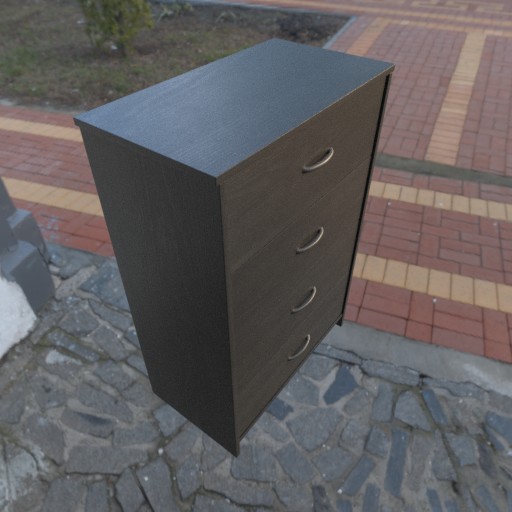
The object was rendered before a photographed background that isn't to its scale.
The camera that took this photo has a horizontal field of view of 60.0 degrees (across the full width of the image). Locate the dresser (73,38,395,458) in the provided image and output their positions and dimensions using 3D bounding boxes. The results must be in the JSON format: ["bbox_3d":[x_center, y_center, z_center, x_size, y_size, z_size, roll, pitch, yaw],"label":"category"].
[{"bbox_3d":[0.000,0.000,1.348,0.398,1.020,0.700,27,48,27],"label":"dresser"}]
